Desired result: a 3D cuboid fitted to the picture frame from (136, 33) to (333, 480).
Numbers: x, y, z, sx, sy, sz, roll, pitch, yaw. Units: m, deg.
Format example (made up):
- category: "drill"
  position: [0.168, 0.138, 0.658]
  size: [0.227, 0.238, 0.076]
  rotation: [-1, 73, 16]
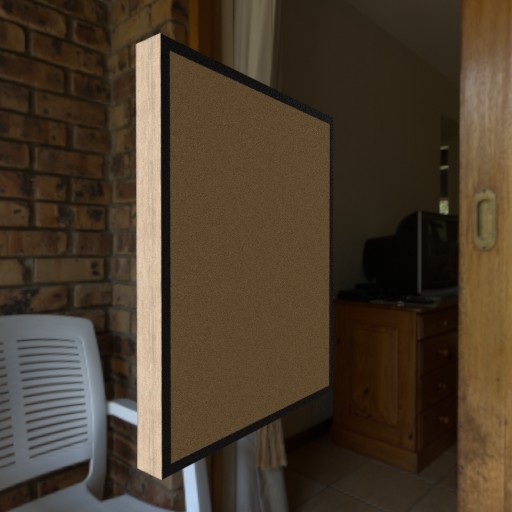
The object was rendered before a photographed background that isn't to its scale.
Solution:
- category: "picture frame"
  position: [0.000, 0.000, 0.701]
  size: [0.046, 0.526, 0.421]
  rotation: [1, 1, 38]
